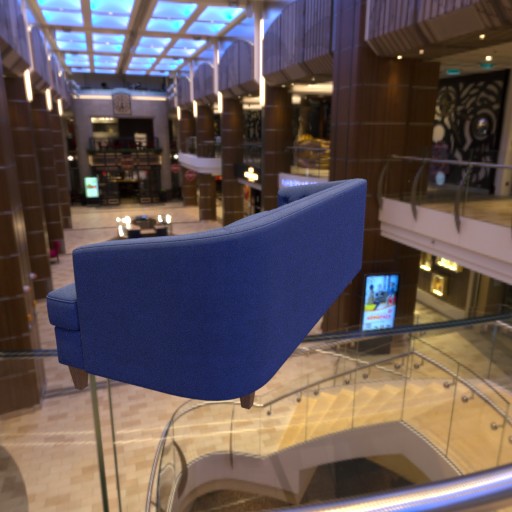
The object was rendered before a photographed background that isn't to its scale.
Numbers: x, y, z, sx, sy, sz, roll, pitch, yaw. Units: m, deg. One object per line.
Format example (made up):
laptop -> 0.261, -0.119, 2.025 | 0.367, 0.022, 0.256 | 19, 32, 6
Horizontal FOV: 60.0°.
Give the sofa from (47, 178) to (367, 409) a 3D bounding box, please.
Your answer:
sofa -> 0.000, 0.000, 2.636 | 0.914, 0.787, 2.235 | 7, 17, 24
